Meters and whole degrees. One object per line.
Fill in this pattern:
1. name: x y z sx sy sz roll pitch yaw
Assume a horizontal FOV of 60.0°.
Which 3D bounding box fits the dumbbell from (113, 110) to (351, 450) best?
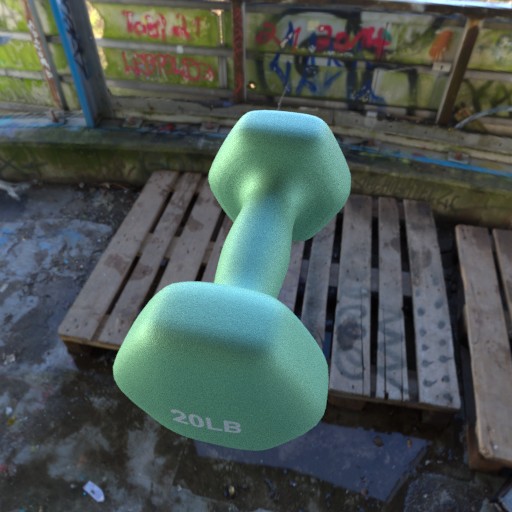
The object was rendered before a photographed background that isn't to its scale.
1. dumbbell: 0.000 0.000 0.331 0.129 0.117 0.260 9 47 9
